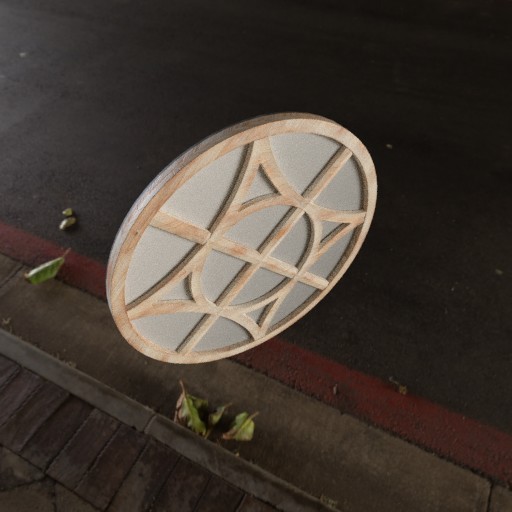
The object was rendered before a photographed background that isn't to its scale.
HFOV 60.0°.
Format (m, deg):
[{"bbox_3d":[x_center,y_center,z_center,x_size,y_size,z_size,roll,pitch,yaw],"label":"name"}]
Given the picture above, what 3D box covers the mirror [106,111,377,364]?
[{"bbox_3d":[0.000,0.000,1.074,0.710,0.710,0.038,-23,49,-21],"label":"mirror"}]
